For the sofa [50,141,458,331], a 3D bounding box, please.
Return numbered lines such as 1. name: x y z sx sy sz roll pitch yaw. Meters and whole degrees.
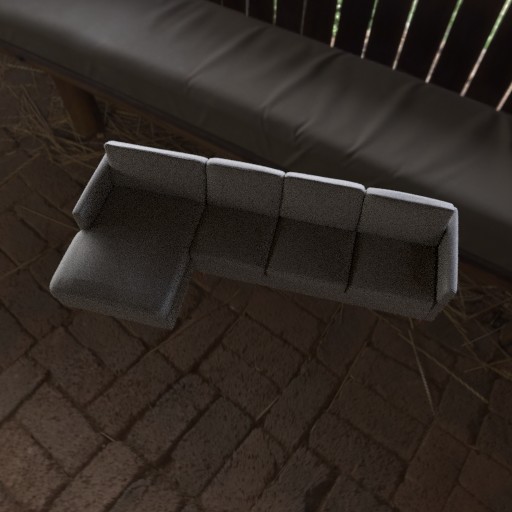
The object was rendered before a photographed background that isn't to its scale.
1. sofa: 0.000 0.000 3.789 3.201 0.876 1.502 12 59 7
